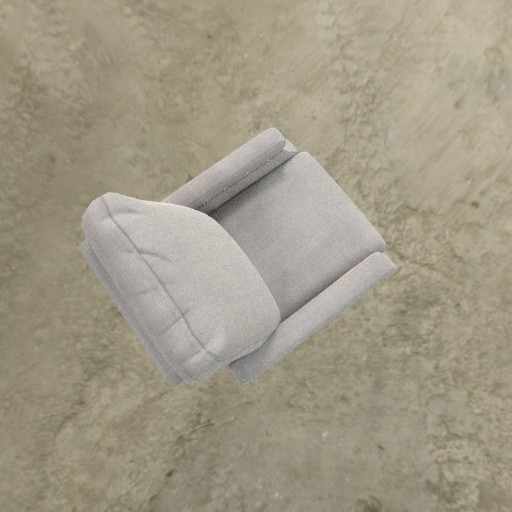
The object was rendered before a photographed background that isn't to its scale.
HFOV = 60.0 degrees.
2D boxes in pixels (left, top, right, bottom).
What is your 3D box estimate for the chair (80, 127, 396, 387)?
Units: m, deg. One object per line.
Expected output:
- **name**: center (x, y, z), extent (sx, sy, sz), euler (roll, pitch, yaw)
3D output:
- **chair**: center (0.000, 0.000, 1.655), extent (0.922, 1.049, 0.710), euler (-36, 77, -9)
